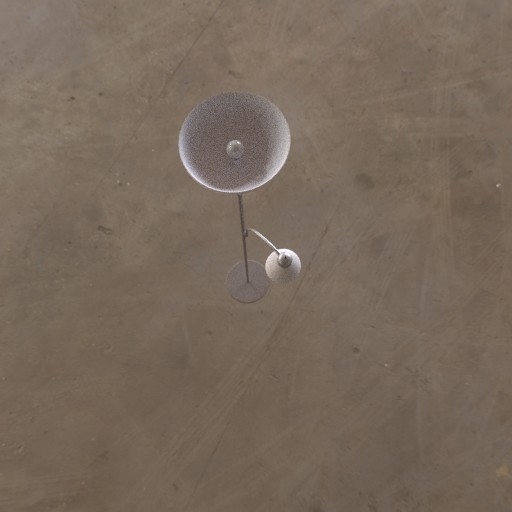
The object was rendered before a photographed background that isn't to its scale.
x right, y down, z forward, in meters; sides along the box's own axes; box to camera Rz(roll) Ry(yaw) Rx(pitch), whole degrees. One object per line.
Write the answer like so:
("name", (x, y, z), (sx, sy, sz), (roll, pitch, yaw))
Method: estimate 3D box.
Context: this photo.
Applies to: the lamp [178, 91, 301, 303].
("lamp", (0.000, 0.000, 1.922), (0.279, 1.804, 0.425), (-41, 79, -9))
